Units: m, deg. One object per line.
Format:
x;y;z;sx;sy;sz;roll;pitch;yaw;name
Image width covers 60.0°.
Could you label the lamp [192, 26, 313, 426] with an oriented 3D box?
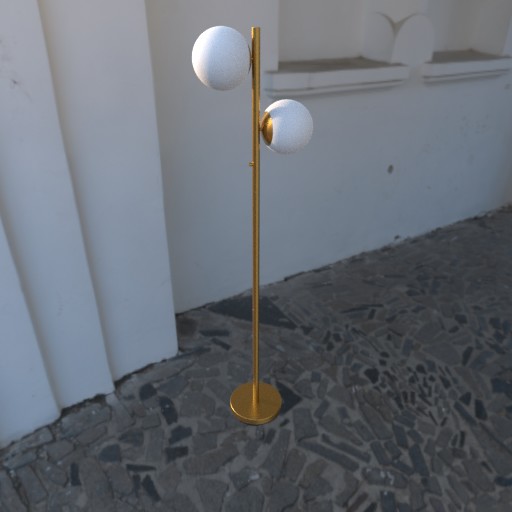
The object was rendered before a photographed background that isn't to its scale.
0.000;0.000;1.782;0.419;1.641;0.249;-9;28;-16;lamp
